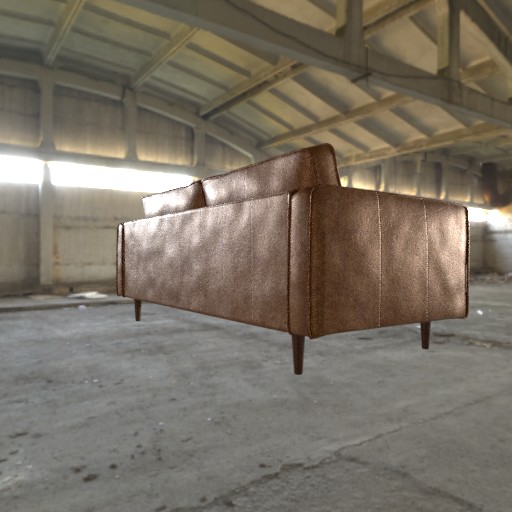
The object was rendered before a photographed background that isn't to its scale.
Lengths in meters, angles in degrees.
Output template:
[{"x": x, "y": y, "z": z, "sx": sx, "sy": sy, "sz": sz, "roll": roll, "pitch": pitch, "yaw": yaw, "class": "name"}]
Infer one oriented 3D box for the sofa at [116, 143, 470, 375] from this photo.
[{"x": 0.000, "y": 0.000, "z": 2.395, "sx": 0.924, "sy": 0.825, "sz": 1.920, "roll": 0, "pitch": 0, "yaw": -35, "class": "sofa"}]
